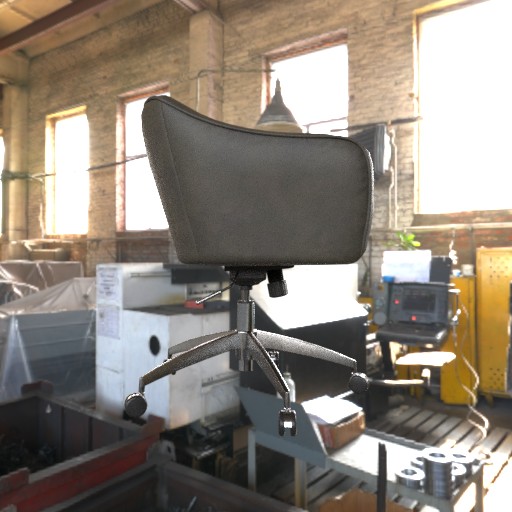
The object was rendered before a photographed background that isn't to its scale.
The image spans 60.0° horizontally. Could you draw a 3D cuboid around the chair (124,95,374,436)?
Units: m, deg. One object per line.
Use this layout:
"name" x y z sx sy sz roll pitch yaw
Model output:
"chair" 0.000 0.000 1.345 0.689 0.827 0.713 0 -1 -1
